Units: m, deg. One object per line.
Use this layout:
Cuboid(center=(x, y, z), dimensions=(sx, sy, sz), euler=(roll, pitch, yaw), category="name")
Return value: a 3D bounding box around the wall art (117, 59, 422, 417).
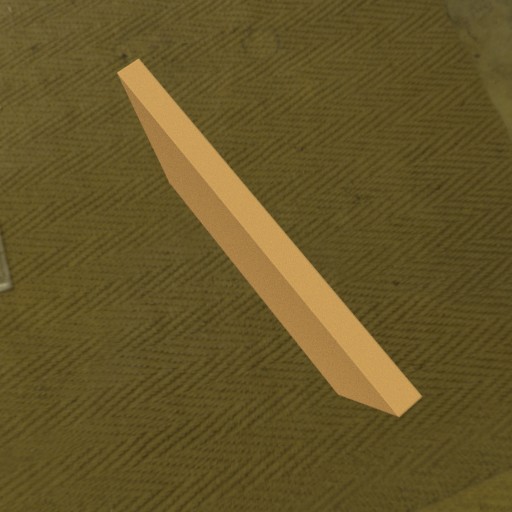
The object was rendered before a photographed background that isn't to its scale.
Cuboid(center=(0.000, 0.000, 0.795), dimensions=(0.039, 0.407, 0.609), euler=(-37, 79, -8), category="wall art")
